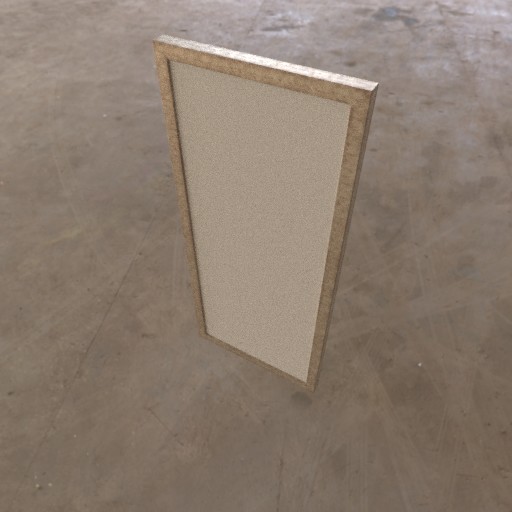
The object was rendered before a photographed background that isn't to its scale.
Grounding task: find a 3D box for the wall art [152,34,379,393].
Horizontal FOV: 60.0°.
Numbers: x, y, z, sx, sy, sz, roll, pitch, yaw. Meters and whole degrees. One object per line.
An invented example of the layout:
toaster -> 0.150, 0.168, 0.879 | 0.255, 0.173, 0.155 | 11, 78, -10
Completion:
wall art -> 0.000, 0.000, 1.677 | 0.648, 1.461, 0.051 | 22, 49, 20
